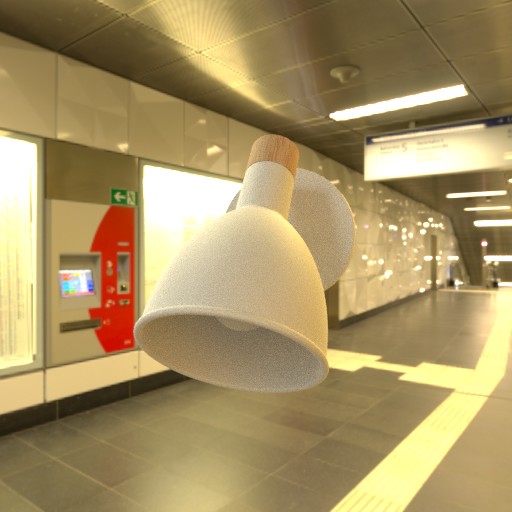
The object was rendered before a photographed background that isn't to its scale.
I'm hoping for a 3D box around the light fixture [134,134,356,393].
[{"bbox_3d":[0.000,0.000,0.330,0.127,0.199,0.209,0,0,18],"label":"light fixture"}]
